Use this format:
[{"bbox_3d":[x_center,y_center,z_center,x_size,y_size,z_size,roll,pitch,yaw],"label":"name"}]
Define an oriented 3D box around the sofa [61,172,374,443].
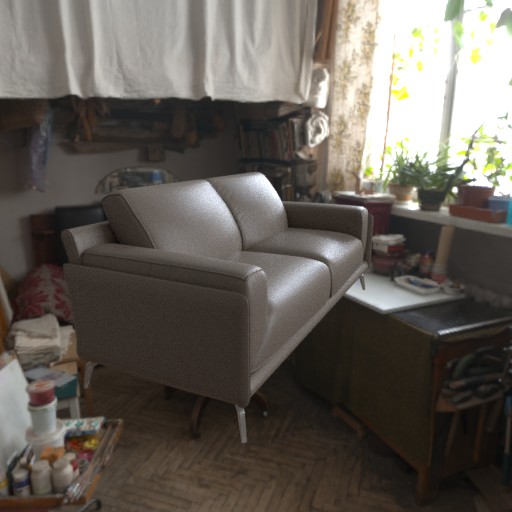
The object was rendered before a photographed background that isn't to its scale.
[{"bbox_3d":[0.000,0.000,2.666,1.049,0.930,2.101,7,16,25],"label":"sofa"}]
